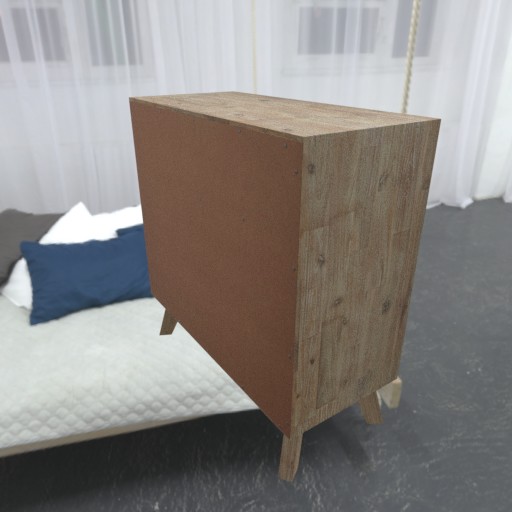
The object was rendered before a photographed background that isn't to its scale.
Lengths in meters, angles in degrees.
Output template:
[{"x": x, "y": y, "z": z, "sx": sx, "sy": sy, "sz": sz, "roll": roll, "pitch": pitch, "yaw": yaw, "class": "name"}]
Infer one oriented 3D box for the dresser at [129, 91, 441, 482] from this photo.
[{"x": 0.000, "y": 0.000, "z": 1.595, "sx": 0.455, "sy": 1.029, "sz": 0.998, "roll": -16, "pitch": 29, "yaw": -31, "class": "dresser"}]
